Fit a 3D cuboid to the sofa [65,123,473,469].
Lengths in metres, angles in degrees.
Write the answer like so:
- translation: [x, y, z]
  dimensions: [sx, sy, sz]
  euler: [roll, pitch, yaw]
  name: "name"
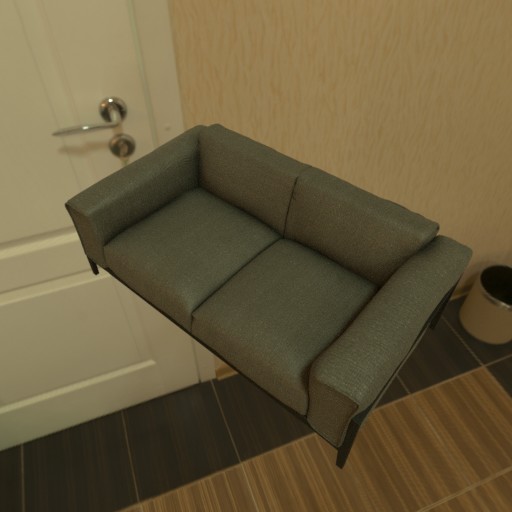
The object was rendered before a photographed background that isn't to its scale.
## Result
- translation: [0.000, 0.000, 2.186]
  dimensions: [1.690, 0.656, 0.960]
  euler: [31, 53, 26]
  name: "sofa"
